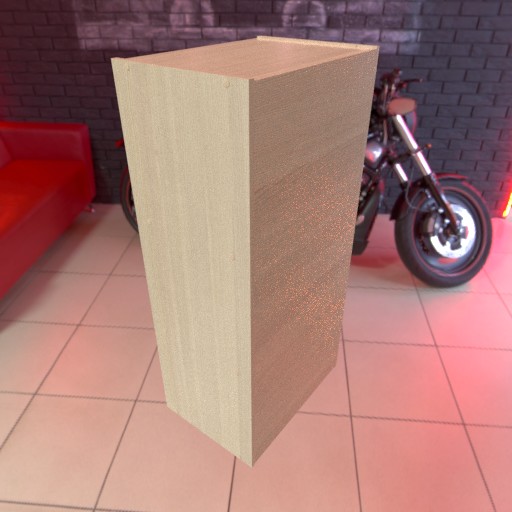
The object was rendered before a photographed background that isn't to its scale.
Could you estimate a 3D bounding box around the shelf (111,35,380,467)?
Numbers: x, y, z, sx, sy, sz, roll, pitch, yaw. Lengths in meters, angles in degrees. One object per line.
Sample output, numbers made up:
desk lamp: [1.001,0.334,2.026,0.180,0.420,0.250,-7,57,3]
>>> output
shelf: [0.000,0.000,1.038,0.292,0.876,0.417,22,39,31]
